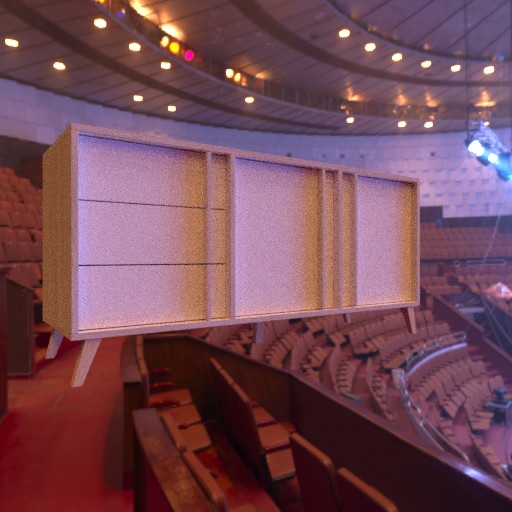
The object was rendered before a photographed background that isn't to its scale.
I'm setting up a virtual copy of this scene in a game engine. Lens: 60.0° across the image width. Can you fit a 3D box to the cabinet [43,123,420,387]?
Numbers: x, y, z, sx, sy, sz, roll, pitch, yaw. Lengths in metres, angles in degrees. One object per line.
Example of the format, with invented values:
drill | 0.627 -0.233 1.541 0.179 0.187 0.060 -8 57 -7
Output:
cabinet | 0.000 0.000 1.967 1.649 0.780 0.500 0 0 -34
